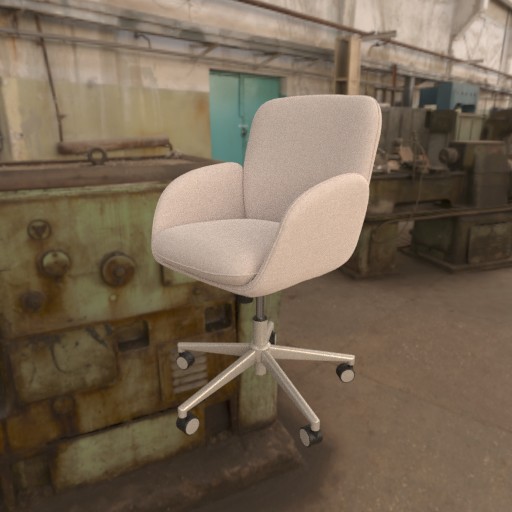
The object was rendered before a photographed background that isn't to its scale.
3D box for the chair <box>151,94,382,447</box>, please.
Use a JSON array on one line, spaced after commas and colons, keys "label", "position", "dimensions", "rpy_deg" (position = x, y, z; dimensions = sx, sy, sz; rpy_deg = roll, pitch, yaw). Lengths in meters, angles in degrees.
[{"label": "chair", "position": [0.000, 0.000, 1.369], "dimensions": [0.648, 0.959, 0.633], "rpy_deg": [16, 23, 42]}]
